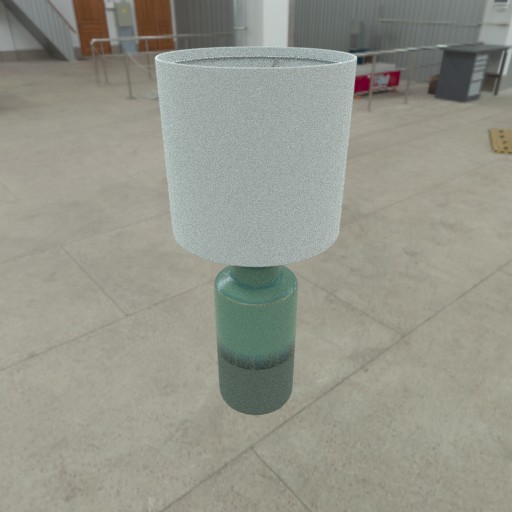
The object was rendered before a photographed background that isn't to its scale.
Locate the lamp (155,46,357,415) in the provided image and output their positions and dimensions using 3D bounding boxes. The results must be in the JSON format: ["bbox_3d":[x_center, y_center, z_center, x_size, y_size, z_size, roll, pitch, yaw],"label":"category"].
[{"bbox_3d":[0.000,0.000,0.594,0.212,0.493,0.212,8,31,13],"label":"lamp"}]
